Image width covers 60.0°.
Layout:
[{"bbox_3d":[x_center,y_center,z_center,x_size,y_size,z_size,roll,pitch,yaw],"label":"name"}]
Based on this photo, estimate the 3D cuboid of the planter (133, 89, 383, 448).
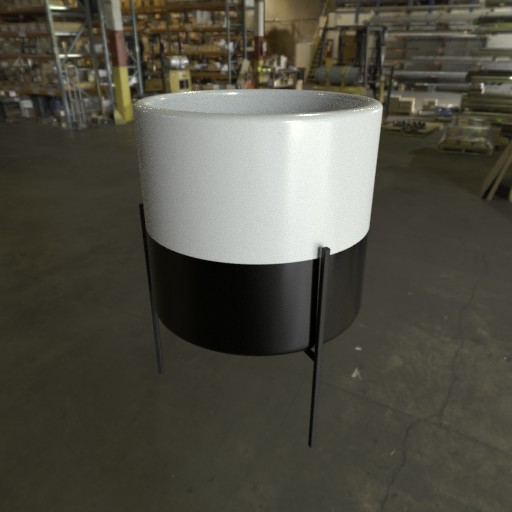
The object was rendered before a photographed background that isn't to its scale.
[{"bbox_3d":[0.000,0.000,0.642,0.310,0.432,0.310,8,26,16],"label":"planter"}]
